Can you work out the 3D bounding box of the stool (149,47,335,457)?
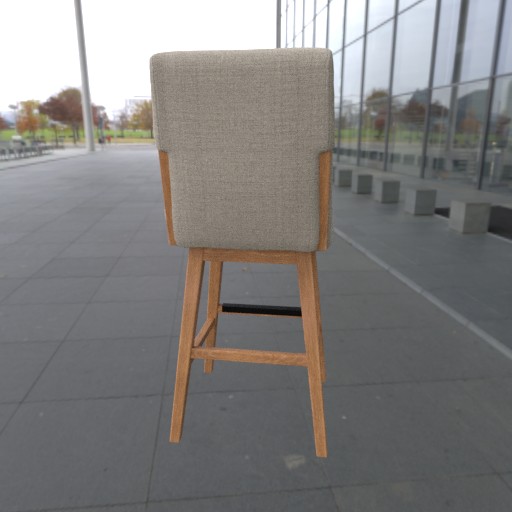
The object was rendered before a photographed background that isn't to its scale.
[{"bbox_3d":[0.000,0.000,1.386,0.483,1.106,0.569,2,15,8],"label":"stool"}]
